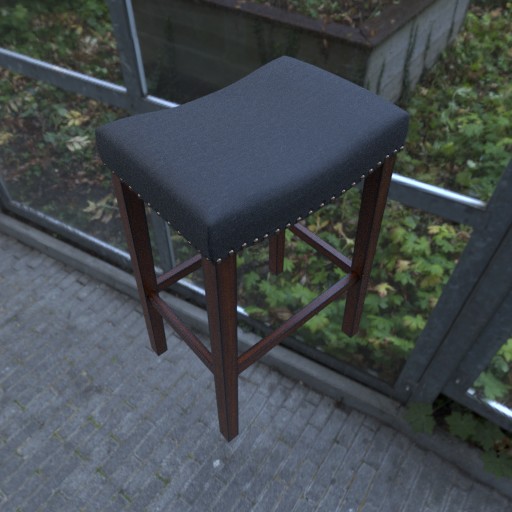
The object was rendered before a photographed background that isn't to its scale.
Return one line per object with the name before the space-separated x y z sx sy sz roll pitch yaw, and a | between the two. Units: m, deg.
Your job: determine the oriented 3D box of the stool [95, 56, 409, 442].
stool | 0.000 0.000 1.060 0.502 0.748 0.366 -33 55 -27
